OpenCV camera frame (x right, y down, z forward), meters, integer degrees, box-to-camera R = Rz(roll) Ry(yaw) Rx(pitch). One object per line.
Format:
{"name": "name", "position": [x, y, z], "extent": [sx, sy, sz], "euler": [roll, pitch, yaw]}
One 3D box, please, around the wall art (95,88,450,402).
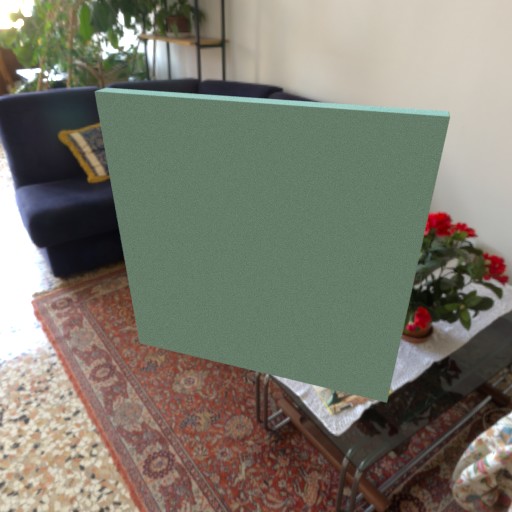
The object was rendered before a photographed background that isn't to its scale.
{"name": "wall art", "position": [0.000, 0.000, 0.891], "extent": [0.603, 0.603, 0.036], "euler": [10, 32, 15]}
